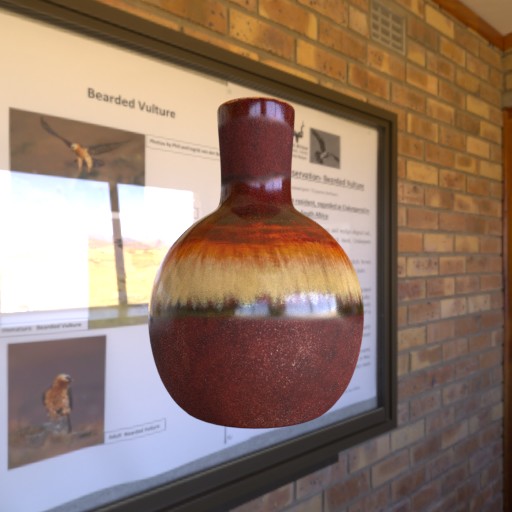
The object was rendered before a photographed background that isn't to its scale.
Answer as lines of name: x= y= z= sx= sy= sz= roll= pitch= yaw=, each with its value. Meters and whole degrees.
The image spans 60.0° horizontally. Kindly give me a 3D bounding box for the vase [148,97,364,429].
vase: x=0.000 y=0.000 z=0.234 sx=0.111 sy=0.154 sz=0.111 roll=0 pitch=0 yaw=0
